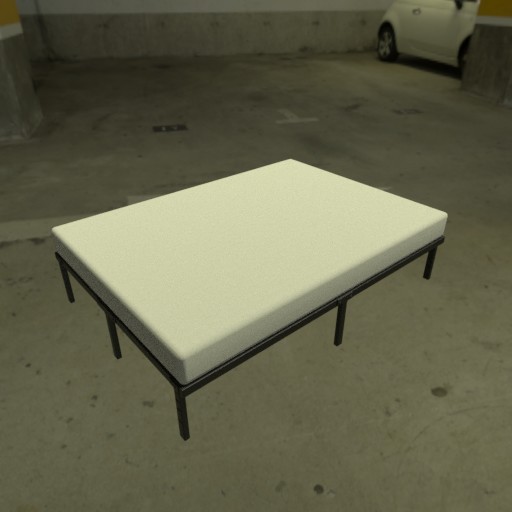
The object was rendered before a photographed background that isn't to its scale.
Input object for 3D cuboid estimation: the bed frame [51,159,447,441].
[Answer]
[{"bbox_3d":[0.000,0.000,3.718,2.842,0.680,2.205,-18,35,-28],"label":"bed frame"}]
